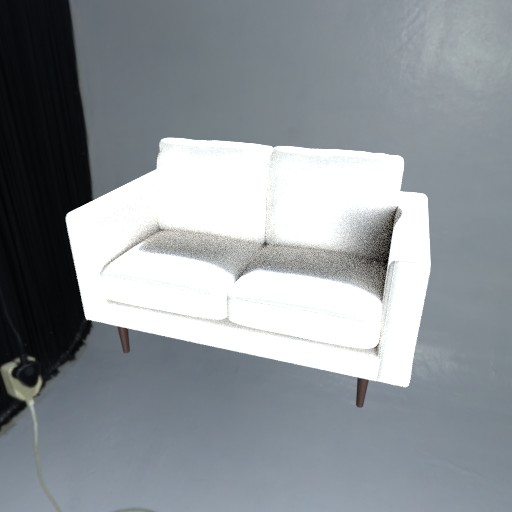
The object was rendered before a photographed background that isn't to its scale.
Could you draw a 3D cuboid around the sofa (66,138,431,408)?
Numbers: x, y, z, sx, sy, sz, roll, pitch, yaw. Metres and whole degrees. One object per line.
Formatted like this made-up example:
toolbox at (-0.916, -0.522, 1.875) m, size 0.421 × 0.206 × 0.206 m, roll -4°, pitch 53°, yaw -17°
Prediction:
sofa at (0.000, 0.000, 2.028) m, size 1.430 × 0.908 × 0.796 m, roll 8°, pitch 27°, yaw 16°
